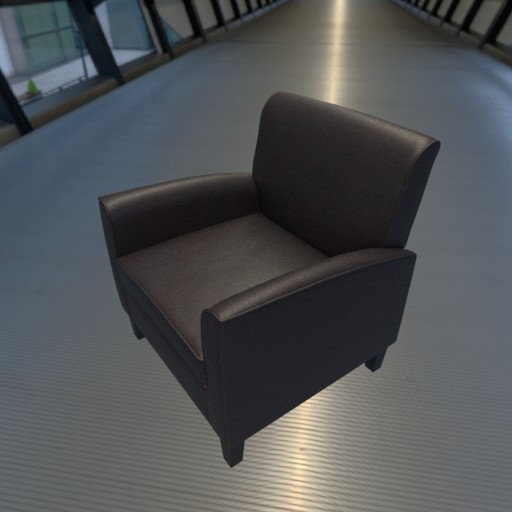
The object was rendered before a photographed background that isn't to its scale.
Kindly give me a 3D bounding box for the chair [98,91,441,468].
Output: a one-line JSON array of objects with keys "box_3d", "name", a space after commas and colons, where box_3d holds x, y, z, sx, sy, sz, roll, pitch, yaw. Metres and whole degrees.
[{"box_3d": [0.000, 0.000, 1.578, 0.819, 0.916, 0.820, -22, 39, -30], "name": "chair"}]
